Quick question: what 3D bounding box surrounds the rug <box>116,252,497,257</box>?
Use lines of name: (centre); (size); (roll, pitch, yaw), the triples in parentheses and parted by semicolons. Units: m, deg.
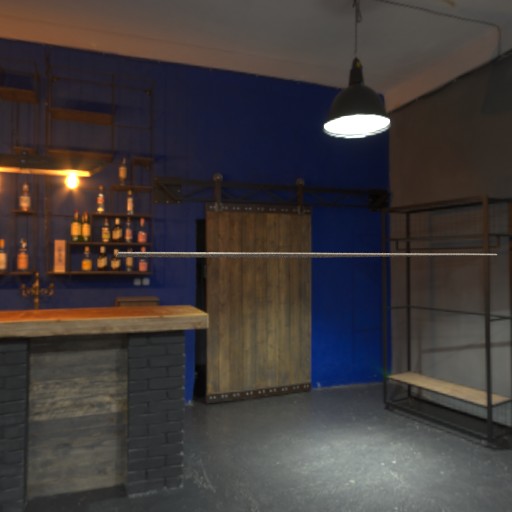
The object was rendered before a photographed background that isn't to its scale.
rug: (0.000, 0.000, 4.066); (2.444, 0.012, 3.048); (0, -1, -18)
